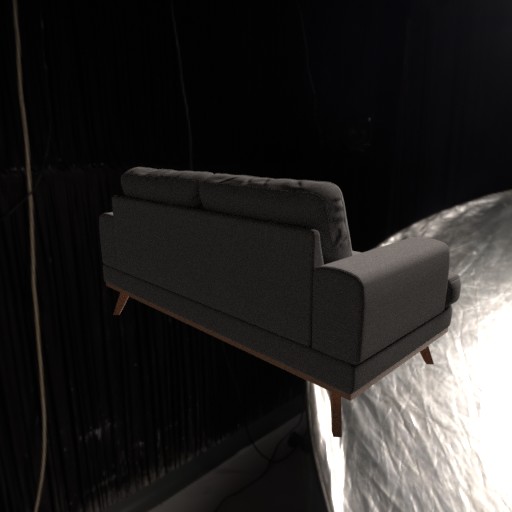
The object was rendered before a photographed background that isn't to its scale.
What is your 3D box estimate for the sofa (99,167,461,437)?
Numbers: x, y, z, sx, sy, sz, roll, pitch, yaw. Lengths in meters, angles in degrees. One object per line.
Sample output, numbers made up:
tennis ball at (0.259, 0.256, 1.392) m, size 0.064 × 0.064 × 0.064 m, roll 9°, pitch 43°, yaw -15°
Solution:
sofa at (0.000, 0.000, 2.114) m, size 0.785 × 0.810 × 1.650 m, roll -14°, pitch 20°, yaw -43°
